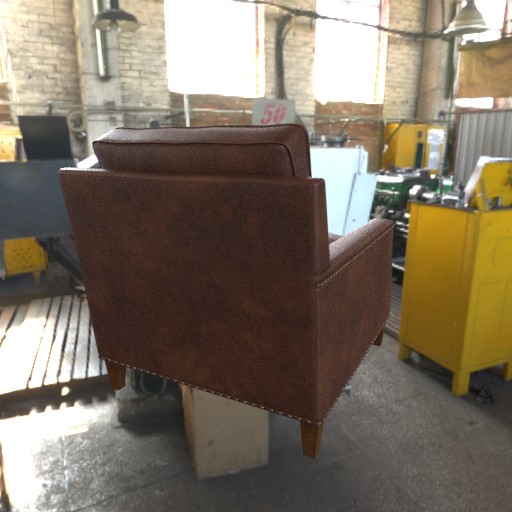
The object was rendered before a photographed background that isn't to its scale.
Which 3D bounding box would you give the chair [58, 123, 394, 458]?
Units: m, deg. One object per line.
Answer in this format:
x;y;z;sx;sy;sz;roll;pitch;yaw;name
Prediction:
0.000;0.000;1.674;0.853;0.929;1.014;8;17;27;chair
